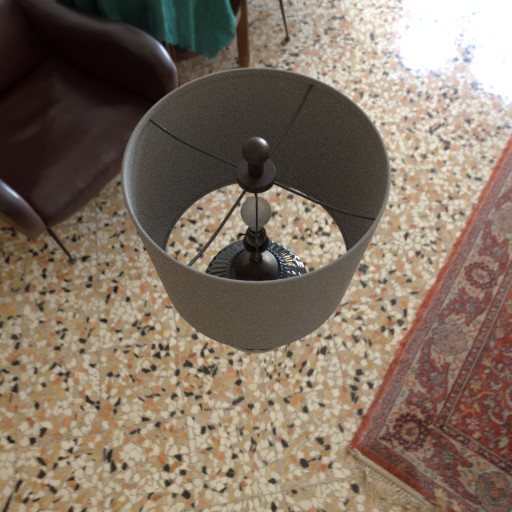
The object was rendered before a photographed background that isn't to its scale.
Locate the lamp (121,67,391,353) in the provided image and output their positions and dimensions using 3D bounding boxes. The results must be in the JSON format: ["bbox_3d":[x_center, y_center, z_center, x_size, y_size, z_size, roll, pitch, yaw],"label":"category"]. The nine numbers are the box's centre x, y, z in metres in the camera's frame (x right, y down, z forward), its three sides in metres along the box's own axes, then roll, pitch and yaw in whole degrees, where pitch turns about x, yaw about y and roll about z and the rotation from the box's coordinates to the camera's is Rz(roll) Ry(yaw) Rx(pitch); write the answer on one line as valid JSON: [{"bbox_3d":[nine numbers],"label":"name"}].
[{"bbox_3d":[0.000,0.000,0.747,0.318,0.567,0.318,0,63,0],"label":"lamp"}]
